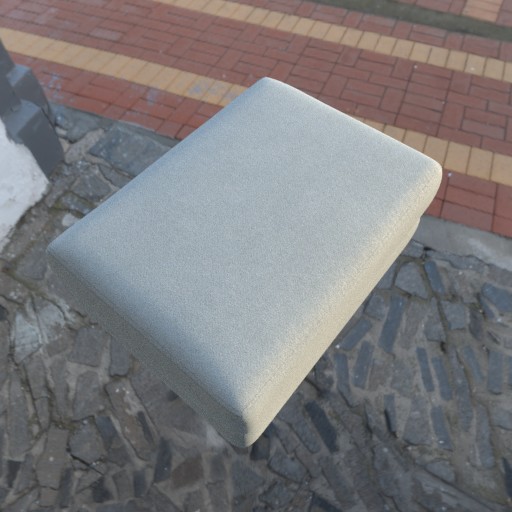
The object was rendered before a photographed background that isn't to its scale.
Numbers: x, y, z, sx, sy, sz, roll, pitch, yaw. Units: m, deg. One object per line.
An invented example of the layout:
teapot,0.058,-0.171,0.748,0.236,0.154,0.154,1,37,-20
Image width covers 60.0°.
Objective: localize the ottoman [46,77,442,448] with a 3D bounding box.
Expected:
ottoman,0.000,0.000,1.148,0.569,0.499,0.773,35,64,20
